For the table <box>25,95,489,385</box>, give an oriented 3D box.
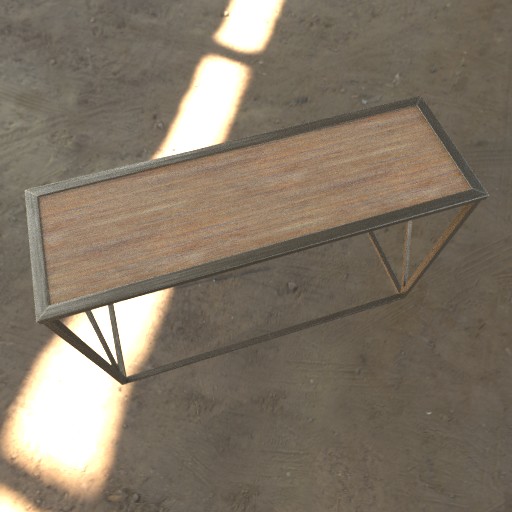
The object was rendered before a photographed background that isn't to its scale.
[{"bbox_3d":[0.000,0.000,1.553,1.216,0.753,0.402,-16,63,-8],"label":"table"}]
